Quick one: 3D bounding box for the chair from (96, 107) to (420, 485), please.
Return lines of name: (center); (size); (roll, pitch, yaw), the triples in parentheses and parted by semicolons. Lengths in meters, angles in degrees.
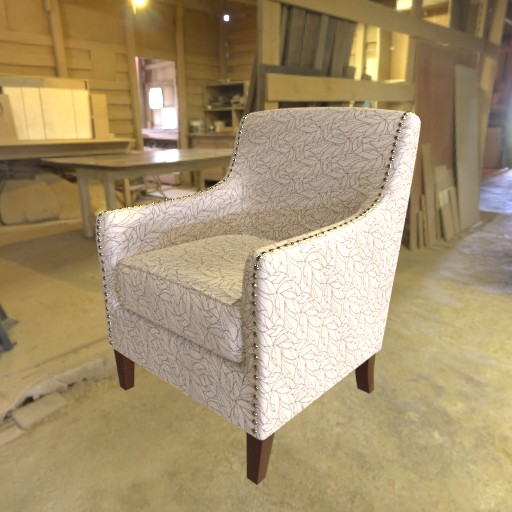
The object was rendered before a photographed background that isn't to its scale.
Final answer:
chair: (0.000, 0.000, 1.271); (0.623, 0.816, 0.651); (15, 23, 40)
